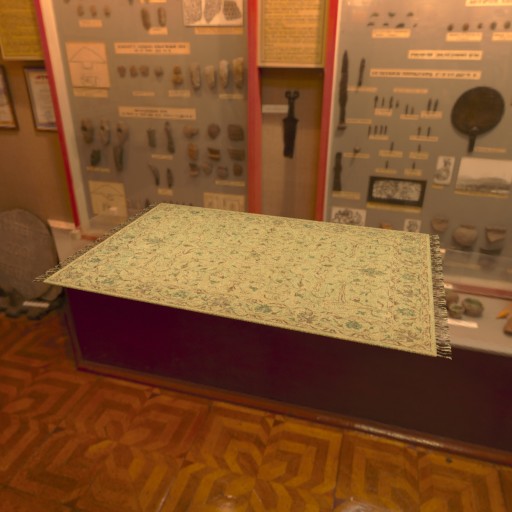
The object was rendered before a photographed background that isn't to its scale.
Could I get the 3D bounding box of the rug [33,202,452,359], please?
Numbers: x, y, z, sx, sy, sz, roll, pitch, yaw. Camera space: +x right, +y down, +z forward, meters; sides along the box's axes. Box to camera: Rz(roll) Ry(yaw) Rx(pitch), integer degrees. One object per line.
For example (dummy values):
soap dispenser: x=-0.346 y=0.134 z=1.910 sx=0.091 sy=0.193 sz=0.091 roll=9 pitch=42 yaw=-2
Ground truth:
rug: x=0.000 y=0.000 z=3.066 sx=2.435 sy=0.010 sz=1.544 roll=8 pitch=28 yaw=16
